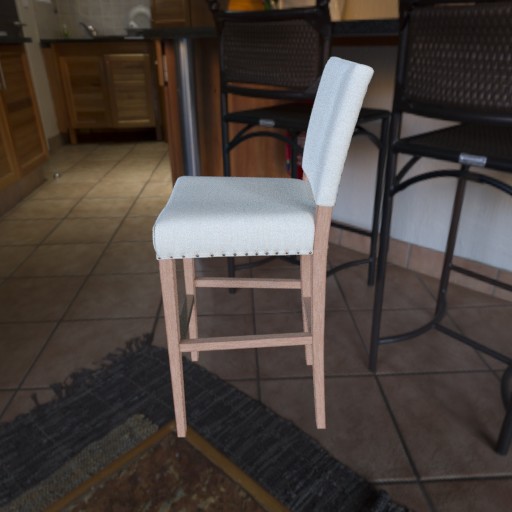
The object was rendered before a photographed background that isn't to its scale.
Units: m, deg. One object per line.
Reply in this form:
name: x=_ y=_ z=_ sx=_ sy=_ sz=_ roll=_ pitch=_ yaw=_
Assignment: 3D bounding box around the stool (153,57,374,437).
stool: x=0.000 y=0.000 z=1.412 sx=0.546 sy=1.143 sz=0.428 roll=0 pitch=27 yaw=0
